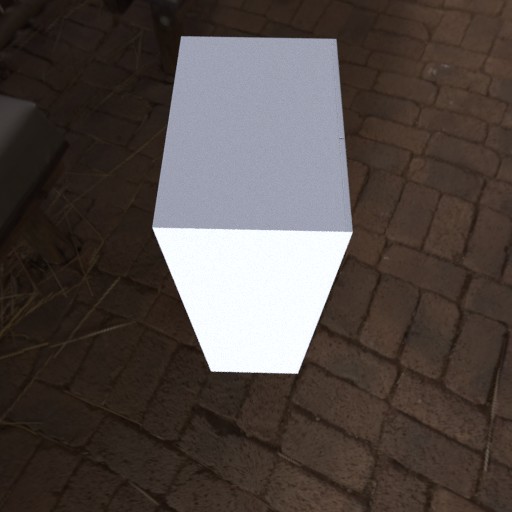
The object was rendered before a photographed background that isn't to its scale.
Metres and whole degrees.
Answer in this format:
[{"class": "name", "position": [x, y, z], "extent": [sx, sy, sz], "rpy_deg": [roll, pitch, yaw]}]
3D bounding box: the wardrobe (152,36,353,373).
[{"class": "wardrobe", "position": [0.000, 0.000, 2.431], "extent": [0.600, 2.040, 0.860], "rpy_deg": [1, 63, 1]}]
